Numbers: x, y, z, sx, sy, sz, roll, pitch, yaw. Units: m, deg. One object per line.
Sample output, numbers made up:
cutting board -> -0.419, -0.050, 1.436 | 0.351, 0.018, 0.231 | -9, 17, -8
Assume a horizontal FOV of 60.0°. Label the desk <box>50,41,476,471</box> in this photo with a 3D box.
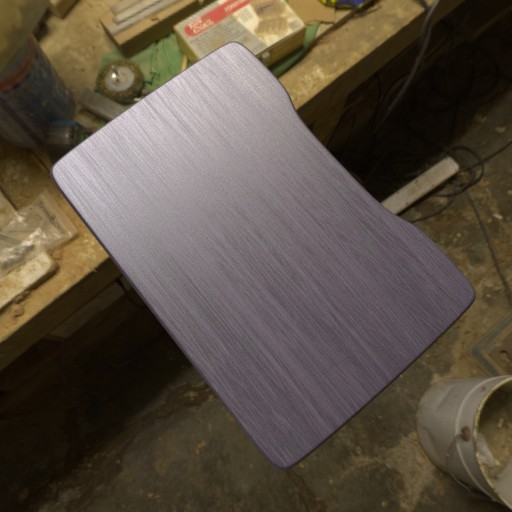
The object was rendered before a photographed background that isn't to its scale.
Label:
desk -> 0.000, 0.000, 1.161 | 0.546, 0.470, 0.820 | -39, 79, -9
